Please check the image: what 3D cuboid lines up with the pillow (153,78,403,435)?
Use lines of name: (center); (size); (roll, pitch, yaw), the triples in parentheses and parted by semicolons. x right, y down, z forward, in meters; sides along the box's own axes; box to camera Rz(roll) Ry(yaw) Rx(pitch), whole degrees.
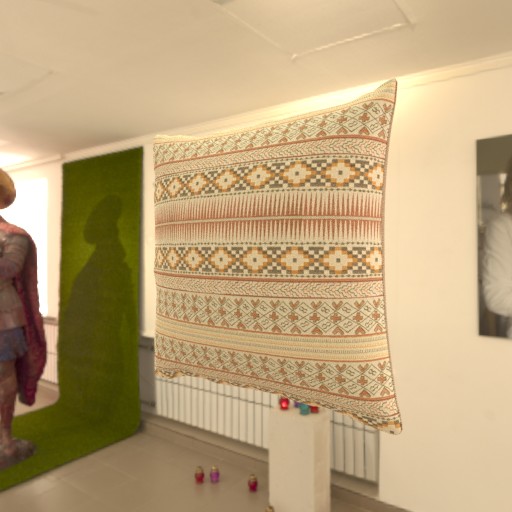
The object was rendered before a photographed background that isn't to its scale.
pillow: (0.000, 0.000, 0.791); (0.521, 0.519, 0.215); (0, 1, 36)
